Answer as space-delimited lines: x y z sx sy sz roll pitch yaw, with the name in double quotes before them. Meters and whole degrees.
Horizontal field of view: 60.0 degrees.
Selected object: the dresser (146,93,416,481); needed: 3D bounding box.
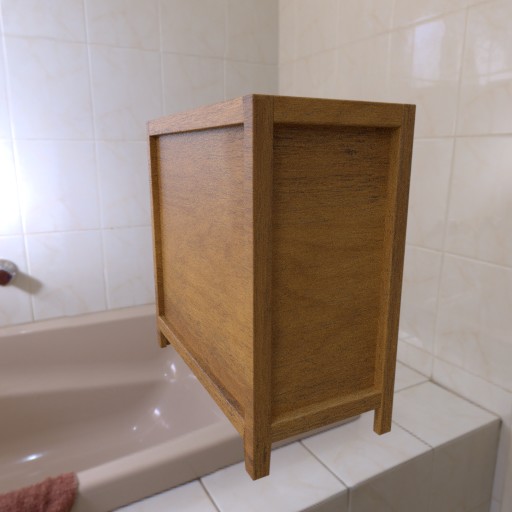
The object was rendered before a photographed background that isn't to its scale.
"dresser" 0.000 0.000 1.320 0.427 0.804 0.804 -7 15 -26
